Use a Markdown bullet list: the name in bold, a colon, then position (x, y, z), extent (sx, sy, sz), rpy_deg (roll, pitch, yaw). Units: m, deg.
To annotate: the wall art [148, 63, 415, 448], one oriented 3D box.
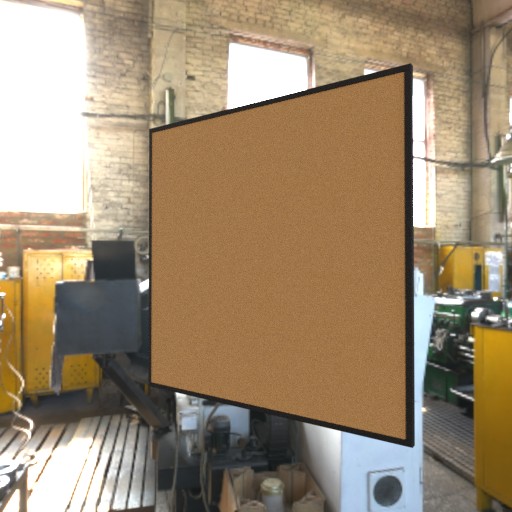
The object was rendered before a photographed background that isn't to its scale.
- **wall art**: position (0.000, 0.000, 0.959), extent (0.664, 0.663, 0.015), rpy_deg (-1, -1, 35)
